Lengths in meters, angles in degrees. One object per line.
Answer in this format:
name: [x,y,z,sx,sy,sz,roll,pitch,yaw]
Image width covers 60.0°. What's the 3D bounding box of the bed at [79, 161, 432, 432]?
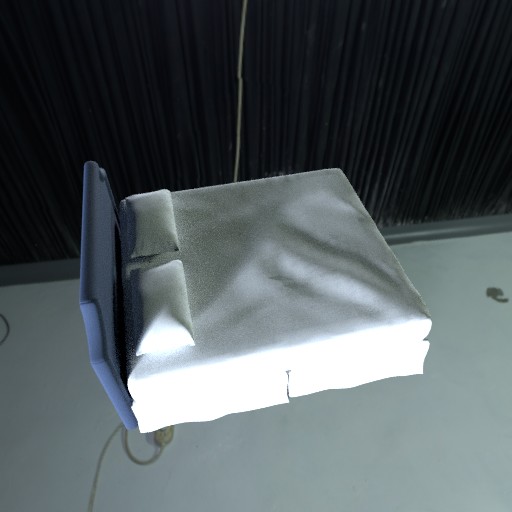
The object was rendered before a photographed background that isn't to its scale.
bed: [0.000,0.000,4.190,2.773,1.488,2.350,-10,48,-9]
